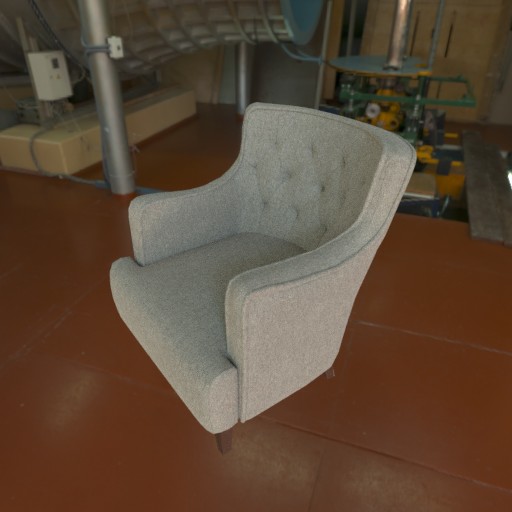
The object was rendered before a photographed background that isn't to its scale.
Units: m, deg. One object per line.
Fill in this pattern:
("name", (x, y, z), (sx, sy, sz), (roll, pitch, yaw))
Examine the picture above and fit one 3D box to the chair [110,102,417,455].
("chair", (0.000, 0.000, 1.631), (0.910, 0.920, 0.820), (-21, 37, -30))
